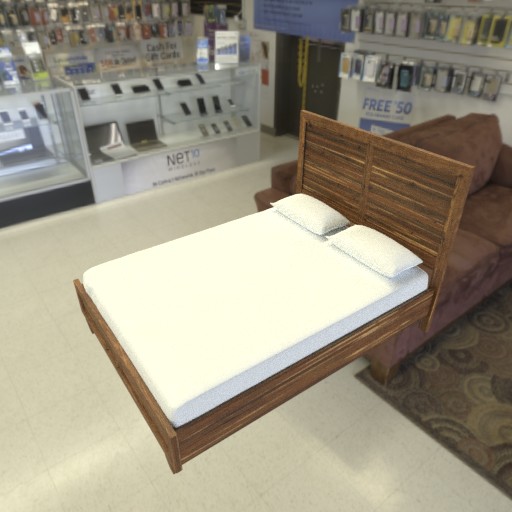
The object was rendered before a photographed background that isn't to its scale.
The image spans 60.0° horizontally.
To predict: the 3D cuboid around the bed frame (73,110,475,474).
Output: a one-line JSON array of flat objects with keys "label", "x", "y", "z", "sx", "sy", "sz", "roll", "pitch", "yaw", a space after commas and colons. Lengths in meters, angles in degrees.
[{"label": "bed frame", "x": 0.000, "y": 0.000, "z": 3.275, "sx": 2.276, "sy": 1.417, "sz": 1.696, "roll": -21, "pitch": 38, "yaw": -29}]
